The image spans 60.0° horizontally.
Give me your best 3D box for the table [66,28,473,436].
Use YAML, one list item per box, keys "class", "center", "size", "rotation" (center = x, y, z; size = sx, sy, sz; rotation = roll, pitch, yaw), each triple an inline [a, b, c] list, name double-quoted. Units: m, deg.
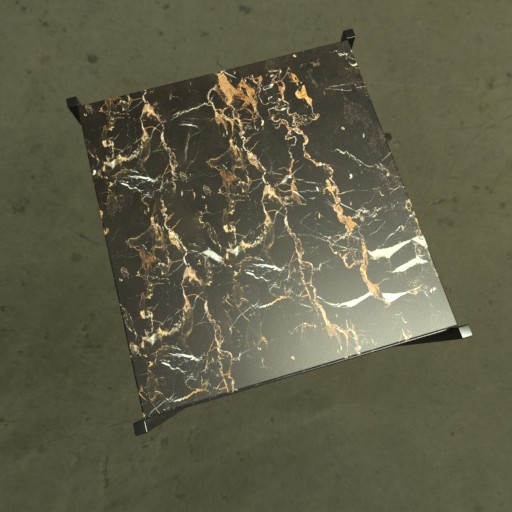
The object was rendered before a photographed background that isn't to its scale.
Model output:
- class: "table"
  center: [0.000, 0.000, 0.851]
  size: [0.432, 0.534, 0.469]
  rotation: [-15, 77, -4]
